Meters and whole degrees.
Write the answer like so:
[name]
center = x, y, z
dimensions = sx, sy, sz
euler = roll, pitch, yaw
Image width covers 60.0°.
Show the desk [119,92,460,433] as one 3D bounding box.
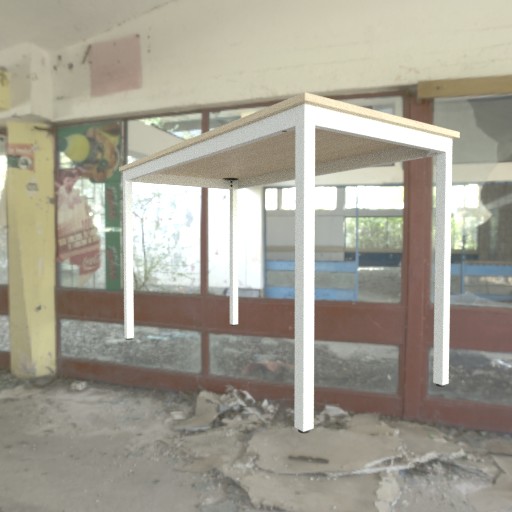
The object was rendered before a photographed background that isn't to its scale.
[desk]
center = 0.000, 0.000, 1.616
dimensions = 0.600, 0.750, 1.200
euler = -1, 3, -35
